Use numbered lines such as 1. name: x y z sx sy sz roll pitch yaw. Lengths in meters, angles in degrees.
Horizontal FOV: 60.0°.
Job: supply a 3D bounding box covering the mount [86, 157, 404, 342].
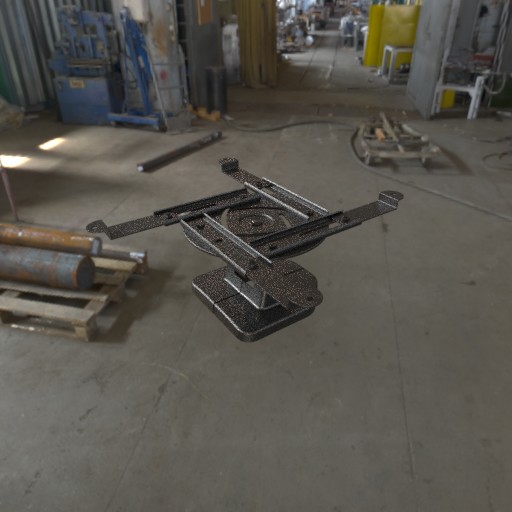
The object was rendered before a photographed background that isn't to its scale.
1. mount: 0.000 0.000 0.609 0.394 0.141 0.394 -20 36 -29
